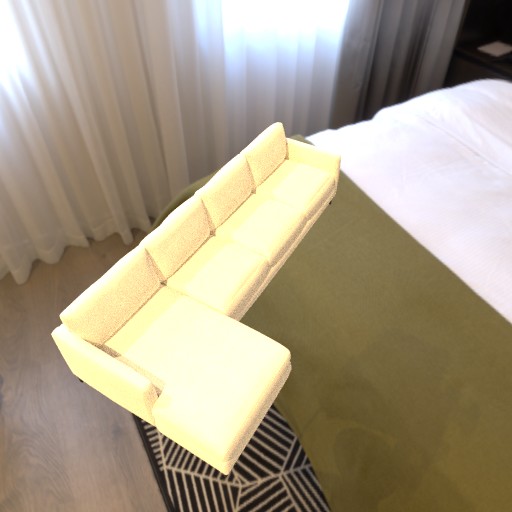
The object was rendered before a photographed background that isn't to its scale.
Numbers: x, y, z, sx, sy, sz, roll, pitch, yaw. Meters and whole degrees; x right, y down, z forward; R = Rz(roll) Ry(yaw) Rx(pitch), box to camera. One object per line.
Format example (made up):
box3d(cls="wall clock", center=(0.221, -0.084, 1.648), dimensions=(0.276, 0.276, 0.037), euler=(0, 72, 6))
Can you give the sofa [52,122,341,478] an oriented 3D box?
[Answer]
box3d(cls="sofa", center=(0.000, 0.000, 3.885), dimensions=(1.467, 0.875, 3.186), euler=(23, 49, 21))
